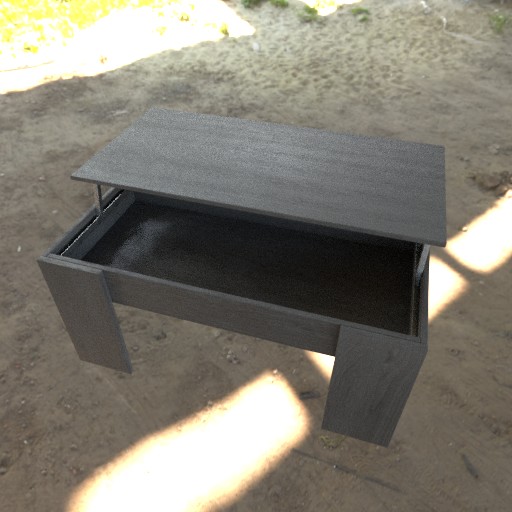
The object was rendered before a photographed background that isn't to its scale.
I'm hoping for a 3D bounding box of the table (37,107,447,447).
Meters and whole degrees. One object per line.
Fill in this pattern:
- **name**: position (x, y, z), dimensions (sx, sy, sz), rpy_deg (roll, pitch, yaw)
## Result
- **table**: position (0.000, 0.000, 1.412), dimensions (1.000, 0.570, 0.711), rpy_deg (12, 42, 13)
